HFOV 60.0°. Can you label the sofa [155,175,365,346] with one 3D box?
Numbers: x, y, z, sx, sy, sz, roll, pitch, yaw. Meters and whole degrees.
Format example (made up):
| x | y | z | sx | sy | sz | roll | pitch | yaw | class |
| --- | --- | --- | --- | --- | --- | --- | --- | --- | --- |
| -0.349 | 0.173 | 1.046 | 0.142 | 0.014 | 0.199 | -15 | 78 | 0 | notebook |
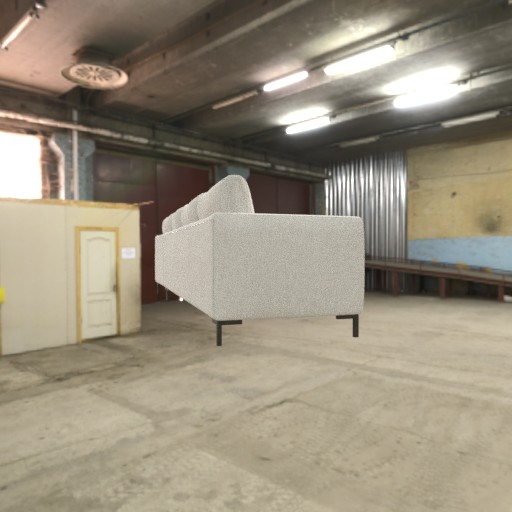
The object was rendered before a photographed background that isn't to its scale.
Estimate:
| x | y | z | sx | sy | sz | roll | pitch | yaw | class |
| --- | --- | --- | --- | --- | --- | --- | --- | --- | --- |
| 0.000 | 0.000 | 2.990 | 1.126 | 0.677 | 2.445 | 0 | 0 | -18 | sofa |
